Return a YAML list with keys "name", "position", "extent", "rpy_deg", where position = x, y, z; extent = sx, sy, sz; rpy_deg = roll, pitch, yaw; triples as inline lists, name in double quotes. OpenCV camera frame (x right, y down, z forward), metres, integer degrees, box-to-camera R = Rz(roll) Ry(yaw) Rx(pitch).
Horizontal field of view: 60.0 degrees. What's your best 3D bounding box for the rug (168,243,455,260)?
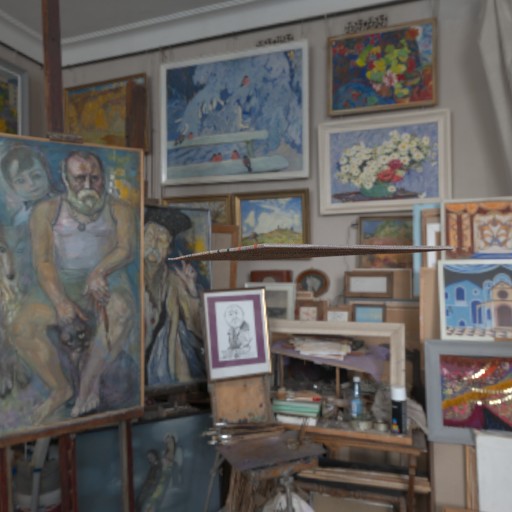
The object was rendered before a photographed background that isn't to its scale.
- name: "rug"
  position: [0.000, 0.000, 2.640]
  extent: [0.744, 0.022, 2.419]
  rpy_deg: [1, -2, -18]
